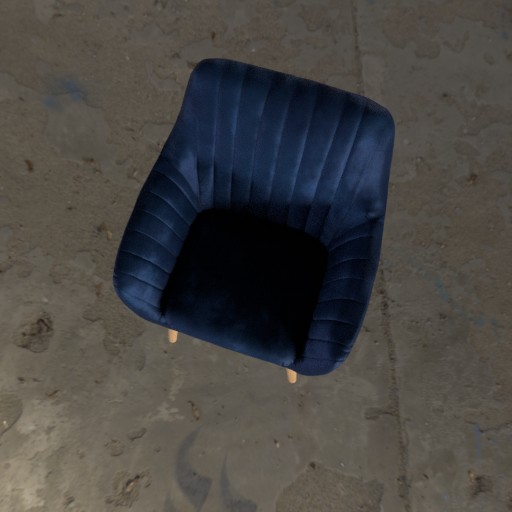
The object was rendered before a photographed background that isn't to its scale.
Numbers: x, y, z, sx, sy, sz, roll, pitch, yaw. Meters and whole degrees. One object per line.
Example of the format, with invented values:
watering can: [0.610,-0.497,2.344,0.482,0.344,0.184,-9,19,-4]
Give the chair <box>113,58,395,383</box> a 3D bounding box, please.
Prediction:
chair: [0.000,0.000,1.221,0.578,0.826,0.573,17,75,5]
